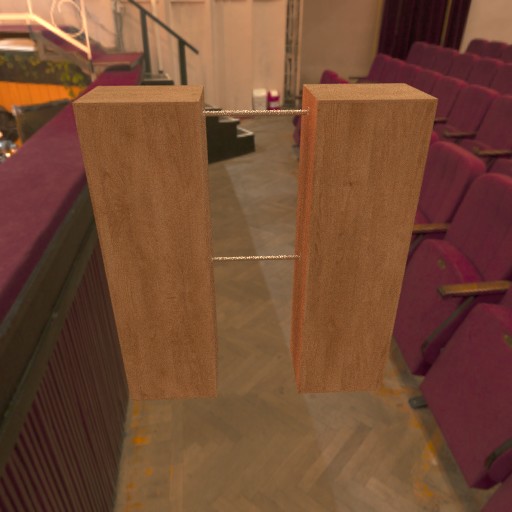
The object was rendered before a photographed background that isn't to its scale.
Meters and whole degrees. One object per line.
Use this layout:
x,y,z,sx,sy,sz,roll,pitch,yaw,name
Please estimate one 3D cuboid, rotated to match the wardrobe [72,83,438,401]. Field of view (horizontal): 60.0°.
0.000,0.000,2.844,1.770,2.000,0.480,-2,30,-3,wardrobe
